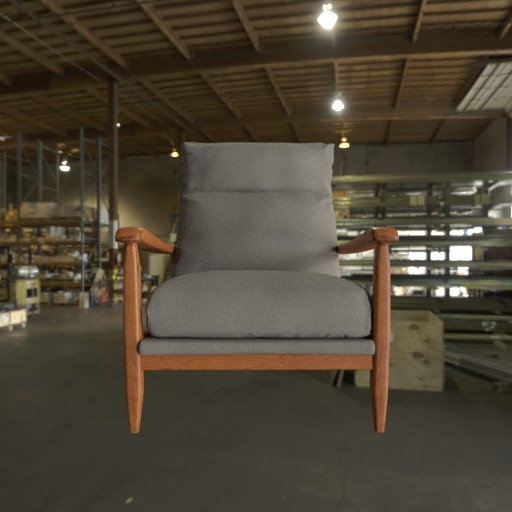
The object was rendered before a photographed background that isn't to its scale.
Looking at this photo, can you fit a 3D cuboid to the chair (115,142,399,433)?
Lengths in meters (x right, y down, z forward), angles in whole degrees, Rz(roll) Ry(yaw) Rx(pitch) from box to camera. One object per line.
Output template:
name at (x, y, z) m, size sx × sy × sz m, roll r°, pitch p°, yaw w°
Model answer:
chair at (0.000, 0.000, 1.525) m, size 0.782 × 0.922 × 0.816 m, roll 0°, pitch 0°, yaw 0°
